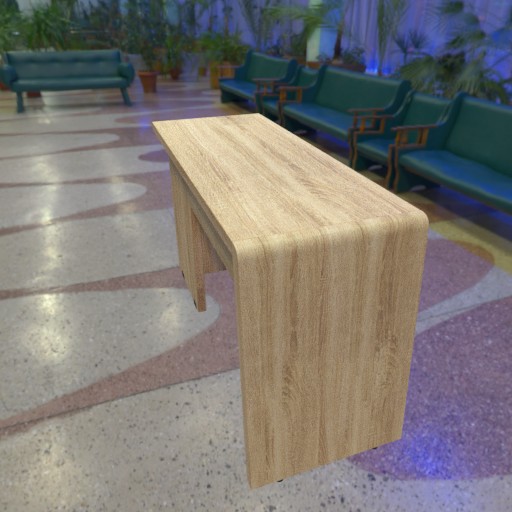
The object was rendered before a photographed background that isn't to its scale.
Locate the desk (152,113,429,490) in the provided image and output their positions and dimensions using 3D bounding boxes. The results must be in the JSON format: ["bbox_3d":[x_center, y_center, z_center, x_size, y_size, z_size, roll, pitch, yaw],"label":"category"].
[{"bbox_3d":[0.000,0.000,1.669,0.500,0.750,1.300,-10,31,-17],"label":"desk"}]
